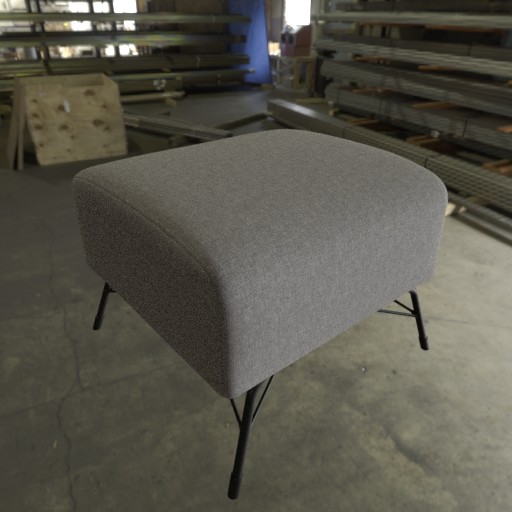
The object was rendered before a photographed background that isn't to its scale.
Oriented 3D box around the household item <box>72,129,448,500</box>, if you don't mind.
[{"bbox_3d":[0.000,0.000,0.875,0.530,0.410,0.530,-22,36,-34],"label":"household item"}]
